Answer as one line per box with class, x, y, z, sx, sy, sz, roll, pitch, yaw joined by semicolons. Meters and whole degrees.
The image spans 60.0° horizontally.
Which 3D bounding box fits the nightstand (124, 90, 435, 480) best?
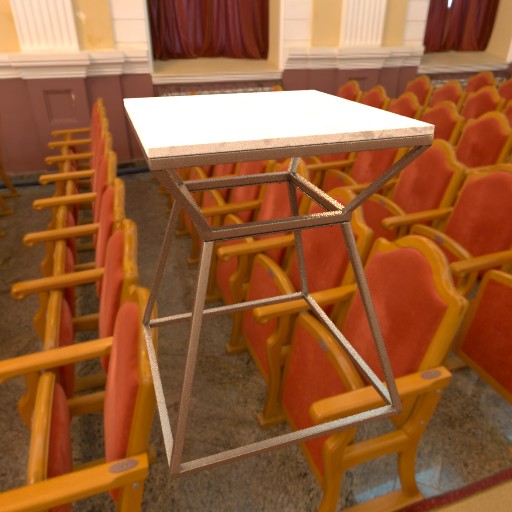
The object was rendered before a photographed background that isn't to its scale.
nightstand;0.000;0.000;0.874;0.455;0.554;0.455;-9;29;-16
